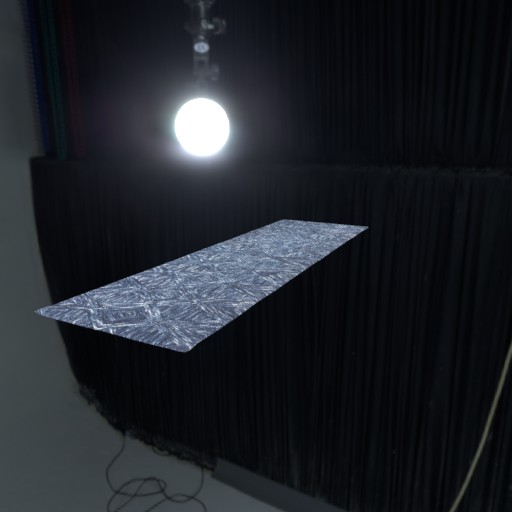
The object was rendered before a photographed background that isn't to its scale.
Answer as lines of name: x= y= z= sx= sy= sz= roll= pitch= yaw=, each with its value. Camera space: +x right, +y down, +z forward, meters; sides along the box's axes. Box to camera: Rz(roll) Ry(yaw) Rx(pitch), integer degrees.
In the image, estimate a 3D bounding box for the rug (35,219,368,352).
rug: x=0.000 y=0.000 z=2.517 sx=0.719 sy=0.013 sz=2.306 roll=8 pitch=16 yaw=27
